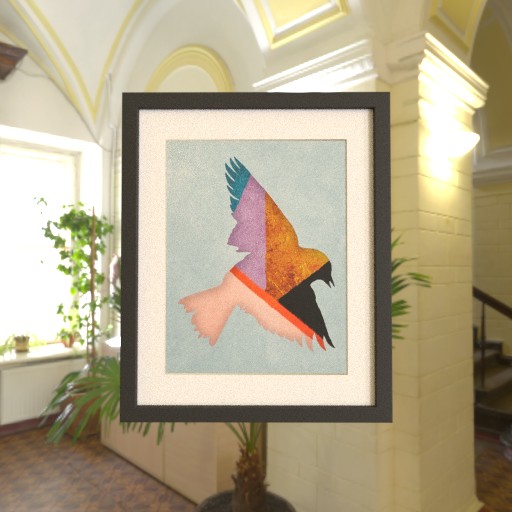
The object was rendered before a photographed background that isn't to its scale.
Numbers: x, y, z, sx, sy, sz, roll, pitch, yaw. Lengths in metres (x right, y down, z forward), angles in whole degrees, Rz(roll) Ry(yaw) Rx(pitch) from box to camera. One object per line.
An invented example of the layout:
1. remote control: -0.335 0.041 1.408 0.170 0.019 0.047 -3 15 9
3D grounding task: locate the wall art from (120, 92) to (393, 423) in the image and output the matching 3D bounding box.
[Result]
1. wall art: 0.000 0.000 0.760 0.457 0.558 0.028 0 -1 0
